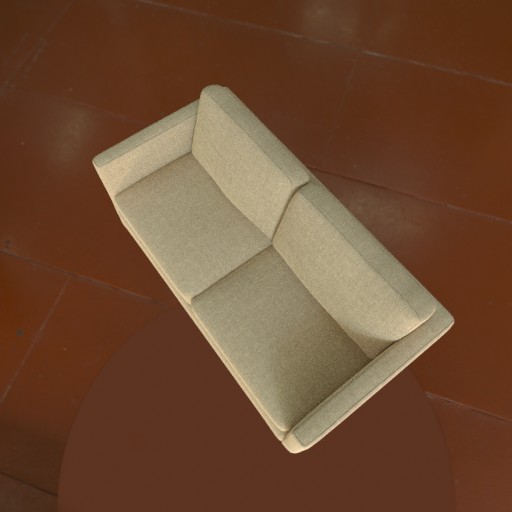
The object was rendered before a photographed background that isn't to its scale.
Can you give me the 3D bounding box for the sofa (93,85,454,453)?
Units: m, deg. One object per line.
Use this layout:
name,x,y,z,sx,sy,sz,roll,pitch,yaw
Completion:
sofa,0.000,0.000,2.494,0.950,0.963,1.884,-34,69,-15
